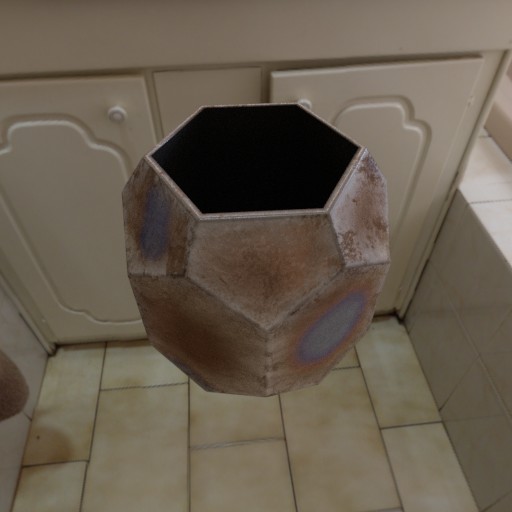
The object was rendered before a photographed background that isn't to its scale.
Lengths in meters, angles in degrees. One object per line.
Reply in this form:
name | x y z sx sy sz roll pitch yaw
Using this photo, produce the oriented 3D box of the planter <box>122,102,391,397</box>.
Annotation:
planter | 0.000 0.000 0.431 0.221 0.238 0.243 -3 47 -3
